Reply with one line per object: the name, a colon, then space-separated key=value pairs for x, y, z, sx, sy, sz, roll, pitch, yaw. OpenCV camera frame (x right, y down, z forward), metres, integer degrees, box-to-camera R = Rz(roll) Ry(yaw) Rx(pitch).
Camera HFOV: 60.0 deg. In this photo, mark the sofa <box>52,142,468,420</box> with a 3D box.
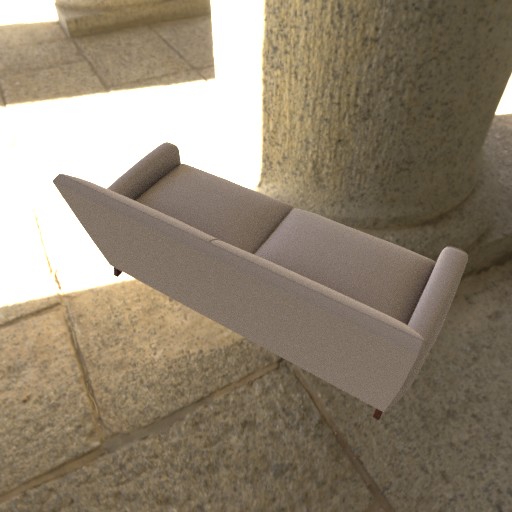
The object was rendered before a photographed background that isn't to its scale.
sofa: x=0.000 y=0.000 z=2.439 sx=2.000 sy=0.846 sz=0.875 roll=24 pitch=50 yaw=22
